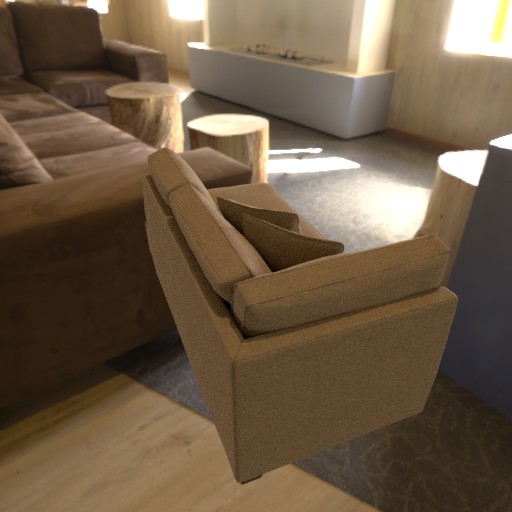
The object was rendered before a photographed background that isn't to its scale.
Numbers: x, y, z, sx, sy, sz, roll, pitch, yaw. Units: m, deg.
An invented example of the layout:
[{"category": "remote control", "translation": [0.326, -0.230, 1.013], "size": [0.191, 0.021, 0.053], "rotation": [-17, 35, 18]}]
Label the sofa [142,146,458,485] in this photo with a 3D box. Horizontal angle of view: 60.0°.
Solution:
[{"category": "sofa", "translation": [0.000, 0.000, 2.803], "size": [1.110, 1.019, 2.238], "rotation": [-12, 34, -18]}]
